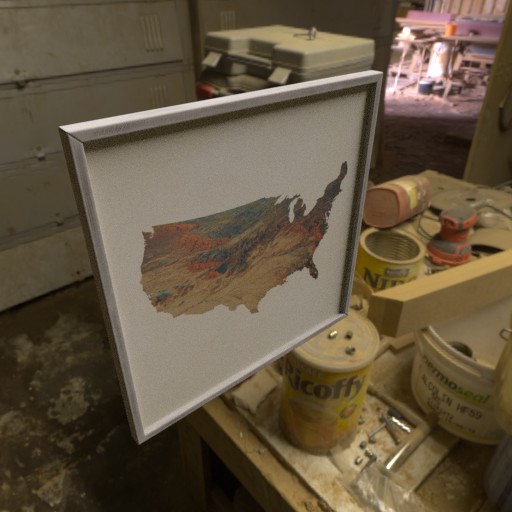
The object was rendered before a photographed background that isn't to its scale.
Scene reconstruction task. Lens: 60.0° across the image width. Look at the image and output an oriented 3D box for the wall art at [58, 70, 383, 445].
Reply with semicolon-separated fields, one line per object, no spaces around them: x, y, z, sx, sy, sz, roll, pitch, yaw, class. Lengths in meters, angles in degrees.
0.000;0.000;0.430;0.303;0.303;0.015;-24;39;-32;wall art
